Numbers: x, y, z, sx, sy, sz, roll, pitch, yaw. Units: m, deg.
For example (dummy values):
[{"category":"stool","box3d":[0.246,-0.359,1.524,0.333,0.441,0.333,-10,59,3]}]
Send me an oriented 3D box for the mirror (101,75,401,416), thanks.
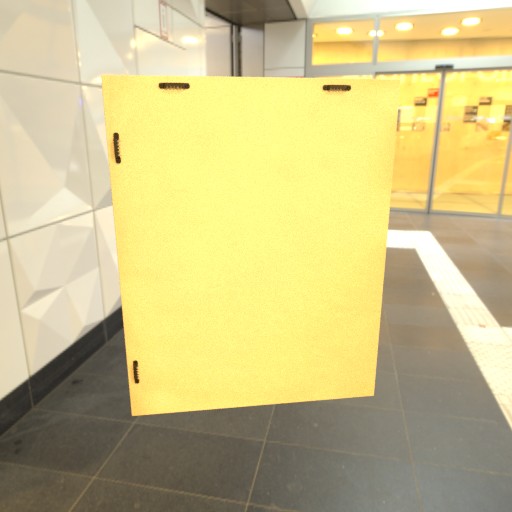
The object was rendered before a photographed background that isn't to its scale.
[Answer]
[{"category":"mirror","box3d":[0.000,0.000,0.680,0.406,0.509,0.041,-2,16,-8]}]
